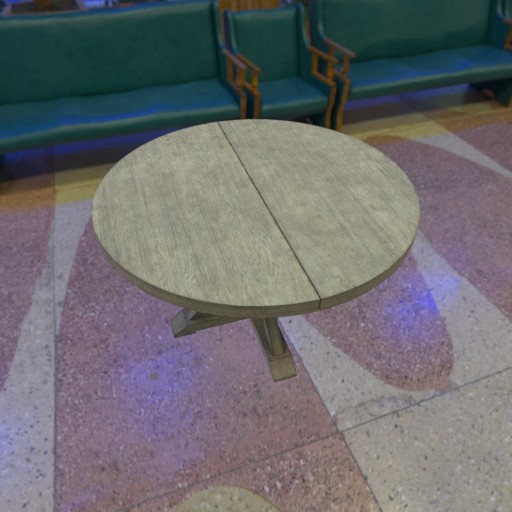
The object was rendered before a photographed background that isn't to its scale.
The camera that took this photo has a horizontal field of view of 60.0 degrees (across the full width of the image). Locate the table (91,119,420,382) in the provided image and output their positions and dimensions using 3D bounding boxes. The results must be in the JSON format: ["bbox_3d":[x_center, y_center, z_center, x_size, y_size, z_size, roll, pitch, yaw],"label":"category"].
[{"bbox_3d":[0.000,0.000,2.159,1.363,0.781,1.363,0,42,0],"label":"table"}]
